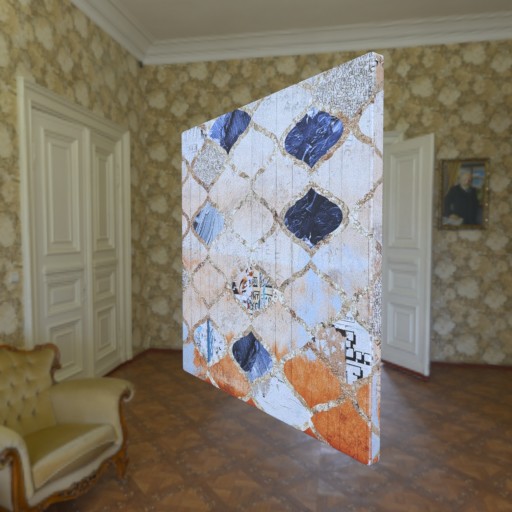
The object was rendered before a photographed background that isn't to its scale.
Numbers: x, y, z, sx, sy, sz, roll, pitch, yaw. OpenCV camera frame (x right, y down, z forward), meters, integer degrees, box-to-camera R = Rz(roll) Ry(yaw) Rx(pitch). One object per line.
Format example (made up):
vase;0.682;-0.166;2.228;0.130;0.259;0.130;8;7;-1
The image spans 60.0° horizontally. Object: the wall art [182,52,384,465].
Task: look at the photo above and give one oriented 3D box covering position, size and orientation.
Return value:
wall art;0.000;0.000;1.350;0.039;0.914;0.912;-2;3;-36
